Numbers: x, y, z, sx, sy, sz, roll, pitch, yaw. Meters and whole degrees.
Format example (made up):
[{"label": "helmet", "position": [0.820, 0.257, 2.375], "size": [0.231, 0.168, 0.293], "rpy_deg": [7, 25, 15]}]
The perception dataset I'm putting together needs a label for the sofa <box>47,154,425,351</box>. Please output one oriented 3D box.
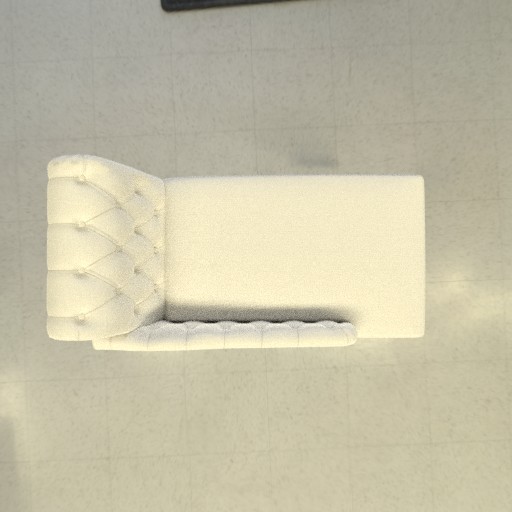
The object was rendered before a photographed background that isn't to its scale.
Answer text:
[{"label": "sofa", "position": [0.000, 0.000, 1.781], "size": [1.379, 0.787, 0.675], "rpy_deg": [0, 89, 0]}]
